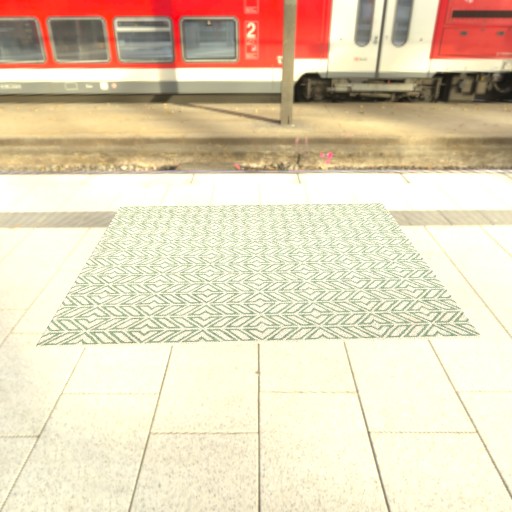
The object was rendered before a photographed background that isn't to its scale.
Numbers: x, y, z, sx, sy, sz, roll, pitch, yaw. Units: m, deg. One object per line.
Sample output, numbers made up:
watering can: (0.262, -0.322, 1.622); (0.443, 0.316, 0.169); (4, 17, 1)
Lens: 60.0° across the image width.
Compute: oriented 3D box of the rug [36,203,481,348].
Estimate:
rug: (0.000, 0.000, 4.083); (3.050, 0.017, 2.441); (-1, 29, -2)
